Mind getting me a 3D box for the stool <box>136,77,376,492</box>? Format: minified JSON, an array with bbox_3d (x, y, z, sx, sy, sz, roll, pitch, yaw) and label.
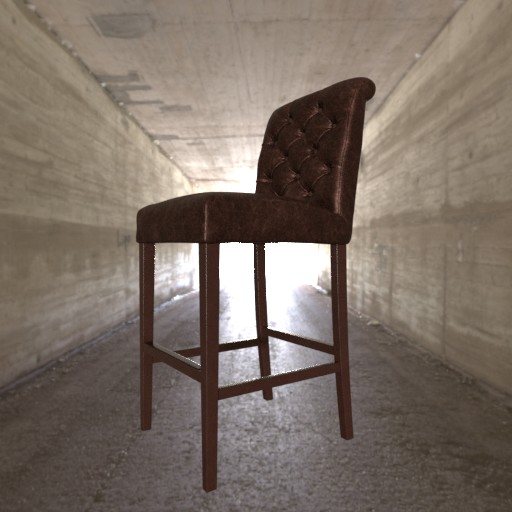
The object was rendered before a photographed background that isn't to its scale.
[{"bbox_3d":[0.000,0.000,1.464,0.659,1.168,0.483,-1,2,-35],"label":"stool"}]
